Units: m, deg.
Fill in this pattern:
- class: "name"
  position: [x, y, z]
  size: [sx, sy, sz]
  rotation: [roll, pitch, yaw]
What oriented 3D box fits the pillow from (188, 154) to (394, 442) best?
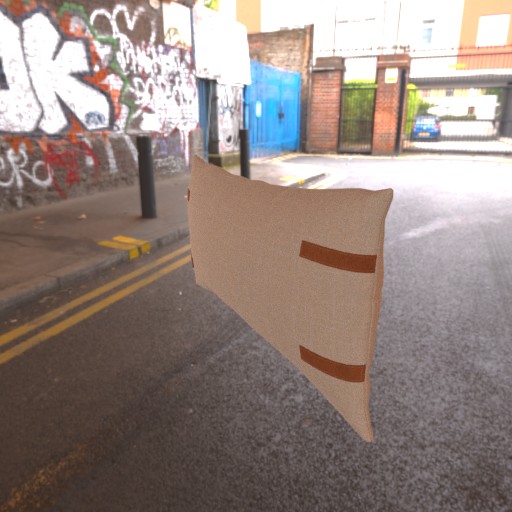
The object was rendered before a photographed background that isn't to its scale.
- class: "pillow"
  position: [0.000, 0.000, 0.750]
  size: [0.148, 0.308, 0.612]
  rotation: [-9, 19, -26]
